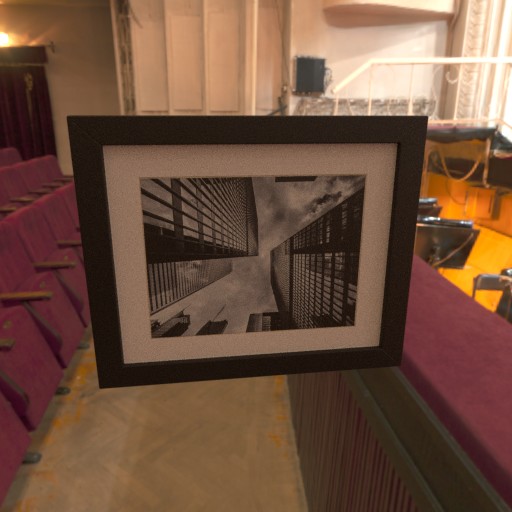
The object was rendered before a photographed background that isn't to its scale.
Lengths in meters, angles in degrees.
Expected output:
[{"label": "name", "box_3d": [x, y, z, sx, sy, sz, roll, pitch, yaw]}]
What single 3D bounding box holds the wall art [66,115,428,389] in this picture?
[{"label": "wall art", "box_3d": [0.000, 0.000, 0.755, 0.558, 0.457, 0.031, -2, 17, -7]}]
